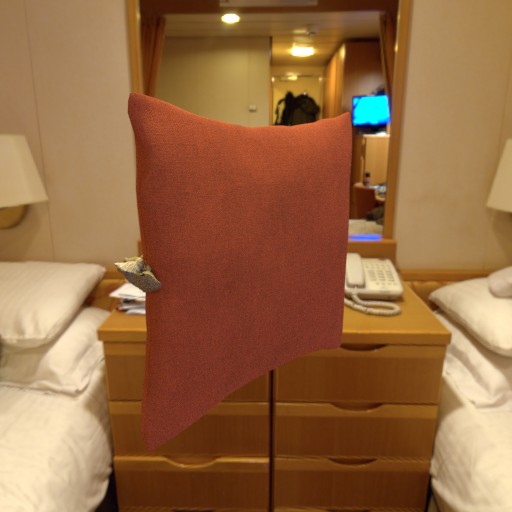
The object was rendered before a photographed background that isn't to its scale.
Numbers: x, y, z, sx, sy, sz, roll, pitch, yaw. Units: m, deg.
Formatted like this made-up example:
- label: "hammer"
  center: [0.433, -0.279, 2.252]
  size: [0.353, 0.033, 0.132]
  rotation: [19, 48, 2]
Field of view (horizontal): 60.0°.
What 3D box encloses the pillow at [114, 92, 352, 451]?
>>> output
- label: "pillow"
  center: [0.000, 0.000, 0.743]
  size: [0.165, 0.482, 0.490]
  rotation: [14, 20, 43]
